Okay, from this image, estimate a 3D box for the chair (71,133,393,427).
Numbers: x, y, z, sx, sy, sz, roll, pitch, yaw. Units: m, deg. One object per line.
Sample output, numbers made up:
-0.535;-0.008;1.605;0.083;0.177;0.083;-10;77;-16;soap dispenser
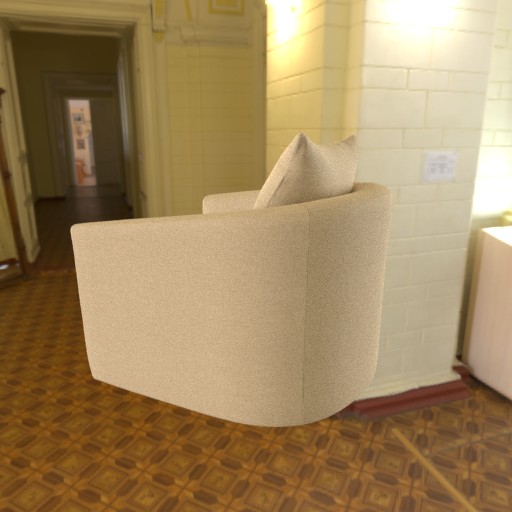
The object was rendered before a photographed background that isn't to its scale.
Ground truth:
0.000;0.000;1.592;0.910;0.848;0.845;7;17;25;chair
